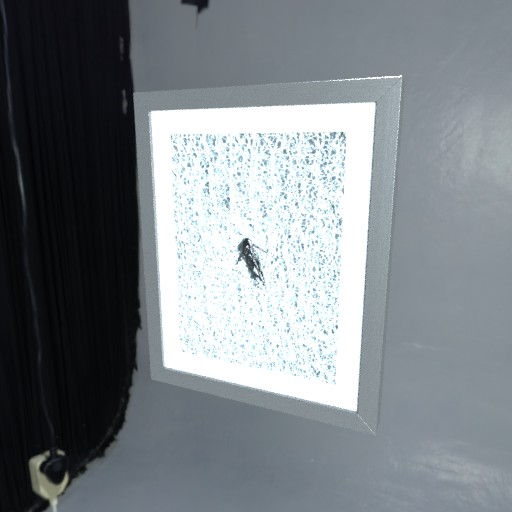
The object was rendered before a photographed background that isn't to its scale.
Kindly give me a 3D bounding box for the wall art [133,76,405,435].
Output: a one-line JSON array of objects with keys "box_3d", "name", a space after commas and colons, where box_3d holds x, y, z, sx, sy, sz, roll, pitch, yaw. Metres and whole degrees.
[{"box_3d": [0.000, 0.000, 0.528, 0.308, 0.379, 0.030, 6, 15, 23], "name": "wall art"}]
